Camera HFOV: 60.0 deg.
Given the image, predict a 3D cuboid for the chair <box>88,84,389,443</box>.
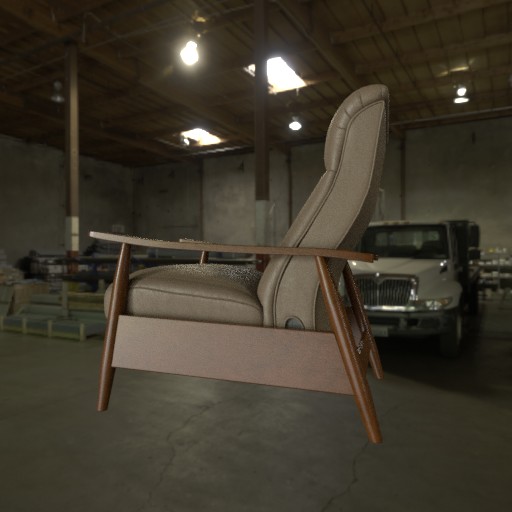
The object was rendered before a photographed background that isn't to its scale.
[{"bbox_3d":[0.000,0.000,1.766,1.014,1.082,0.762,0,0,17],"label":"chair"}]
